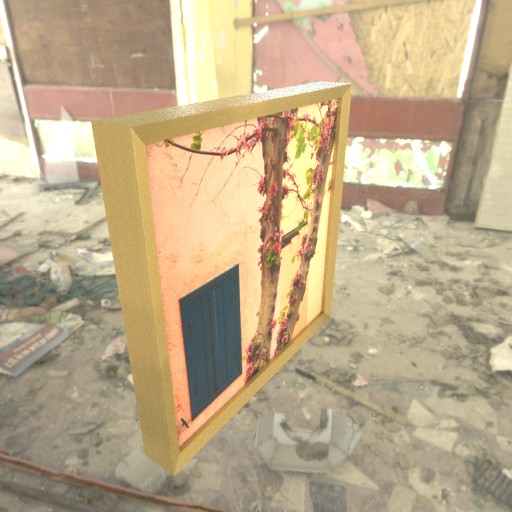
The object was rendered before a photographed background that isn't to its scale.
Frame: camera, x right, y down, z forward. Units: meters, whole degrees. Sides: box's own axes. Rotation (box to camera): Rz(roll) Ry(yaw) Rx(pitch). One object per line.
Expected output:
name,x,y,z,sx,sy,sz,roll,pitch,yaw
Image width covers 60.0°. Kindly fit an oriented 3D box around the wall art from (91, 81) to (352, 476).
wall art,0.000,0.000,0.448,0.038,0.305,0.304,18,32,31
